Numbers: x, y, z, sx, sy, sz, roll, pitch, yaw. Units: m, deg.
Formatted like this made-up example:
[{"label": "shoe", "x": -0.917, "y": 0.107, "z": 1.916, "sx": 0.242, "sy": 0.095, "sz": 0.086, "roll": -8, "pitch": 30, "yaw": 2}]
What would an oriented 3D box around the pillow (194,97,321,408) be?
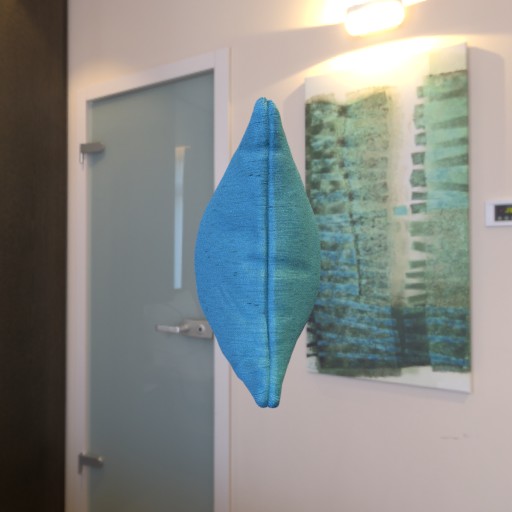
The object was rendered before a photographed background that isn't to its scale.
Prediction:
[{"label": "pillow", "x": 0.000, "y": 0.000, "z": 0.787, "sx": 0.210, "sy": 0.338, "sz": 0.633, "roll": 0, "pitch": -1, "yaw": -1}]
